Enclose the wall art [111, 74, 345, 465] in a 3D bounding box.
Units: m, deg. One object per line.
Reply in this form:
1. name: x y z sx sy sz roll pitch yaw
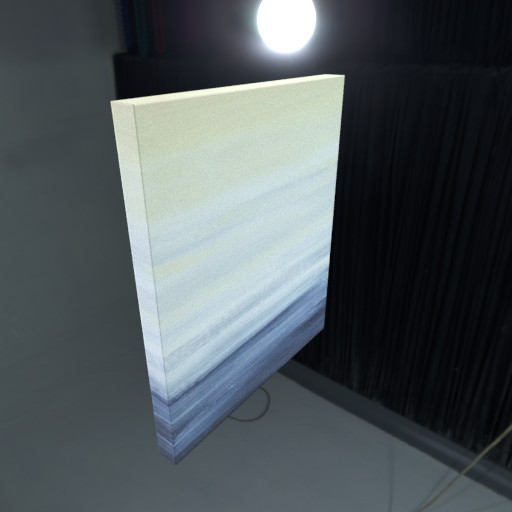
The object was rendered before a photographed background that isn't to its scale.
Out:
1. wall art: 0.000 0.000 0.707 0.037 0.511 0.435 19 32 33
